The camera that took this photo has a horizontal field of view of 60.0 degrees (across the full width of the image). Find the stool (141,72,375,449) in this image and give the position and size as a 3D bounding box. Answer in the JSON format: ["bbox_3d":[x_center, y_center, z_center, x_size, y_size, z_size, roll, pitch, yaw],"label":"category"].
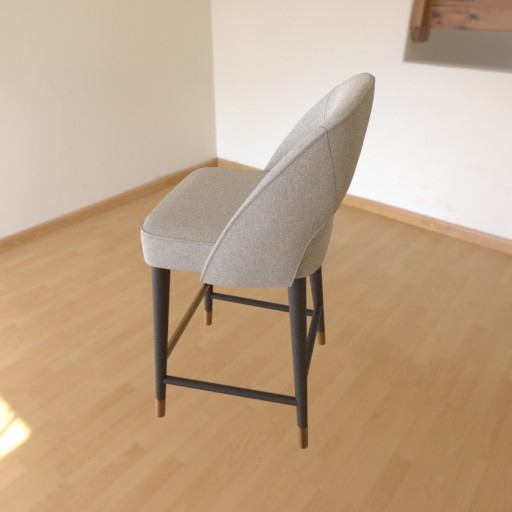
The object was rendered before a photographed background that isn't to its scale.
[{"bbox_3d":[0.000,0.000,1.210,0.509,0.940,0.494,8,33,12],"label":"stool"}]
